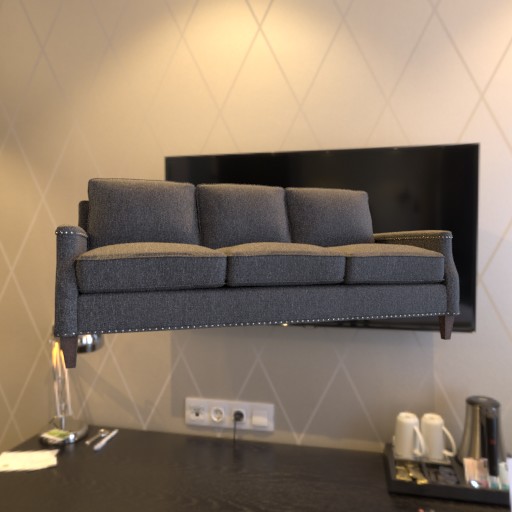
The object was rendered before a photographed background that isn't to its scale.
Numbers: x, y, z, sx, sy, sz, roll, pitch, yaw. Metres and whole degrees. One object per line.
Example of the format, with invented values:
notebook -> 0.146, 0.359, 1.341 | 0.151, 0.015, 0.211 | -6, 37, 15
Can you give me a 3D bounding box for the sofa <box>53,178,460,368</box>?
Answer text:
sofa -> 0.000, 0.000, 2.802 | 2.246, 1.003, 1.084 | 0, 1, -18
